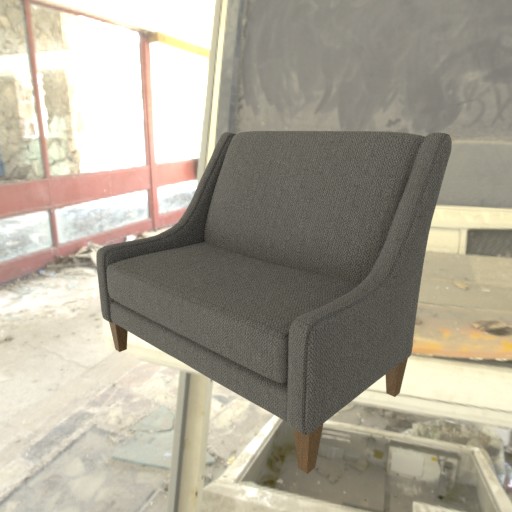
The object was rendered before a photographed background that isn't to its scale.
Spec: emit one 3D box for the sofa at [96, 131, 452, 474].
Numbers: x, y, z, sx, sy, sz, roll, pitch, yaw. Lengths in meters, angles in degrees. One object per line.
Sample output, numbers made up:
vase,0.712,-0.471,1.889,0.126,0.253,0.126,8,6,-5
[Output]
sofa,0.000,0.000,1.885,1.242,1.022,0.873,15,22,42
